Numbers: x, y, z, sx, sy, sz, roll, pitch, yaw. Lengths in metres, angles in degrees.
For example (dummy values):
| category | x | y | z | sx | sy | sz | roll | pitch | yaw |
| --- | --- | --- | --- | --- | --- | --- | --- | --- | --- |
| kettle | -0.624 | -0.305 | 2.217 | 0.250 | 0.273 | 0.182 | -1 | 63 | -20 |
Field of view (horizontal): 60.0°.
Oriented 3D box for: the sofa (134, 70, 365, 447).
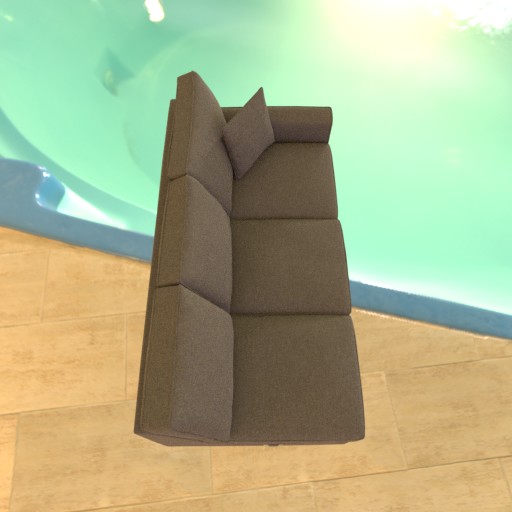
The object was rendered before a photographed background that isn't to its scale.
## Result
| category | x | y | z | sx | sy | sz | roll | pitch | yaw |
| --- | --- | --- | --- | --- | --- | --- | --- | --- | --- |
| sofa | 0.000 | 0.000 | 2.504 | 1.034 | 0.946 | 1.963 | -1 | 63 | 0 |
